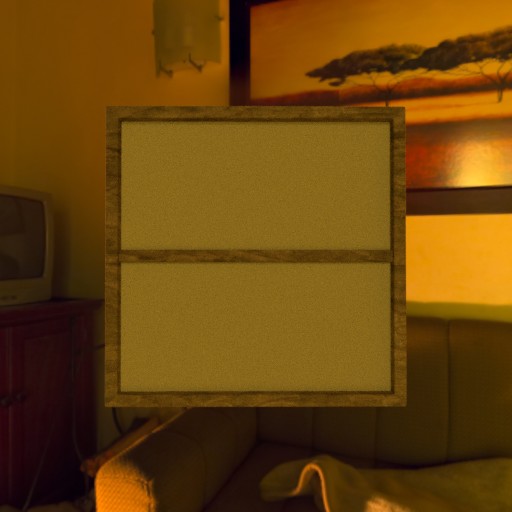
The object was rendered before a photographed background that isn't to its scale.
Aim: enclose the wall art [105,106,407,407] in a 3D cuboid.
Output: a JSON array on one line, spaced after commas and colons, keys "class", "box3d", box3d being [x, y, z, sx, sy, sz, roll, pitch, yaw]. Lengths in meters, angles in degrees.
[{"class": "wall art", "box3d": [0.000, 0.000, 1.115, 0.747, 0.747, 0.035, 0, -1, 0]}]
